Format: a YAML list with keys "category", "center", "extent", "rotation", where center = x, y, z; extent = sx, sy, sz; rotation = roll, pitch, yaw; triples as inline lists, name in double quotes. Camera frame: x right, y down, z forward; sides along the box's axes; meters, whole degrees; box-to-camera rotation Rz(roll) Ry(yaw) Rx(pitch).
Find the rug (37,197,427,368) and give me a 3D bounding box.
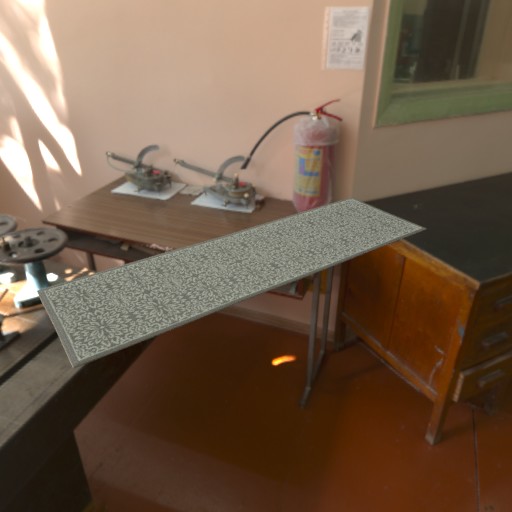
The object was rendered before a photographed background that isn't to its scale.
- category: "rug"
  center: [0.000, 0.000, 2.512]
  extent: [2.196, 0.011, 0.662]
  rotation: [-19, 34, -30]
